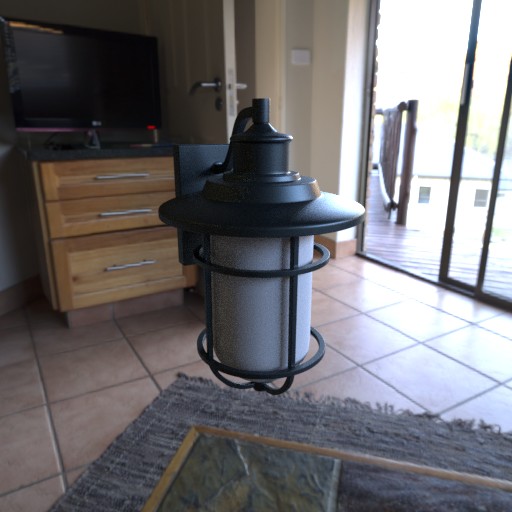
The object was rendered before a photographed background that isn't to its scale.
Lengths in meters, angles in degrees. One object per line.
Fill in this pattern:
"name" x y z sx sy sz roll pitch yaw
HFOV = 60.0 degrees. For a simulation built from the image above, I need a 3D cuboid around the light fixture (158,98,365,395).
"light fixture" 0.000 0.000 0.517 0.222 0.345 0.252 -9 18 -27
